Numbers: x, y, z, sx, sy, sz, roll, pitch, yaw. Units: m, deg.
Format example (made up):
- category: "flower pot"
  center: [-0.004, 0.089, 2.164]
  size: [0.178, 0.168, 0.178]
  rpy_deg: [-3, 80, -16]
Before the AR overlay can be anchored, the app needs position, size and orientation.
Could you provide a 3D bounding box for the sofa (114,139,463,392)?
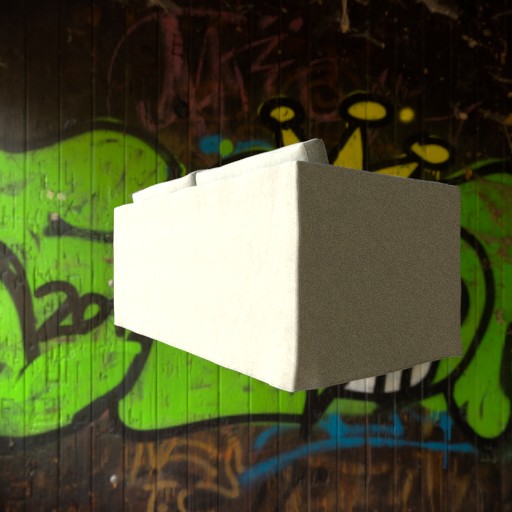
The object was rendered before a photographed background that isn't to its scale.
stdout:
- category: "sofa"
  center: [0.000, 0.000, 2.278]
  size: [0.944, 0.830, 1.727]
  rpy_deg: [0, 0, -36]
